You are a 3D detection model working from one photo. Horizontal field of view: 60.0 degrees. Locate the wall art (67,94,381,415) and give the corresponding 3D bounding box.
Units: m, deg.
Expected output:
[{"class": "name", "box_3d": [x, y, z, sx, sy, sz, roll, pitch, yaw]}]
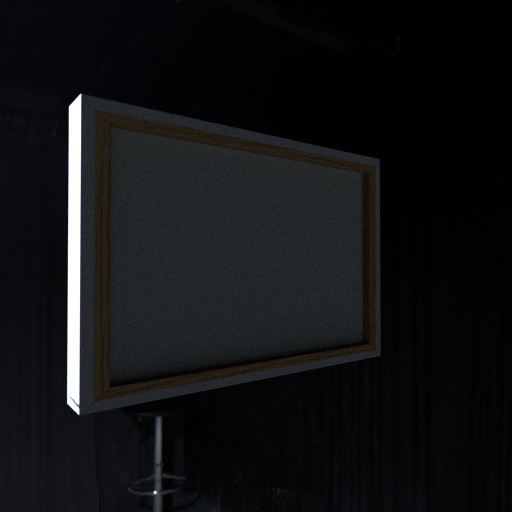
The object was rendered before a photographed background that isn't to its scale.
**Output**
[{"class": "wall art", "box_3d": [0.000, 0.000, 0.486, 0.381, 0.259, 0.038, 1, -1, -37]}]
